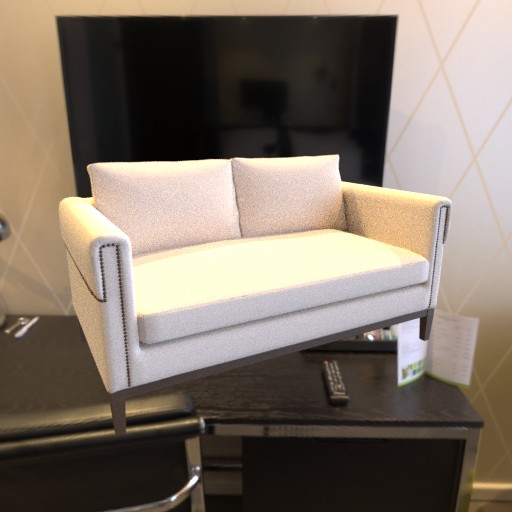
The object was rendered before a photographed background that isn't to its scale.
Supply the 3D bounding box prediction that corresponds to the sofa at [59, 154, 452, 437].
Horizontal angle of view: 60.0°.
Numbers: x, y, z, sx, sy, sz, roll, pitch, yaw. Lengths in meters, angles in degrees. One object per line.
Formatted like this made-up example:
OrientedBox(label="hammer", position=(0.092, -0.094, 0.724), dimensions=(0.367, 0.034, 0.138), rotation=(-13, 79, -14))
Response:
OrientedBox(label="sofa", position=(0.000, 0.000, 2.077), dimensions=(1.598, 0.873, 0.905), rotation=(-8, 18, -27))
